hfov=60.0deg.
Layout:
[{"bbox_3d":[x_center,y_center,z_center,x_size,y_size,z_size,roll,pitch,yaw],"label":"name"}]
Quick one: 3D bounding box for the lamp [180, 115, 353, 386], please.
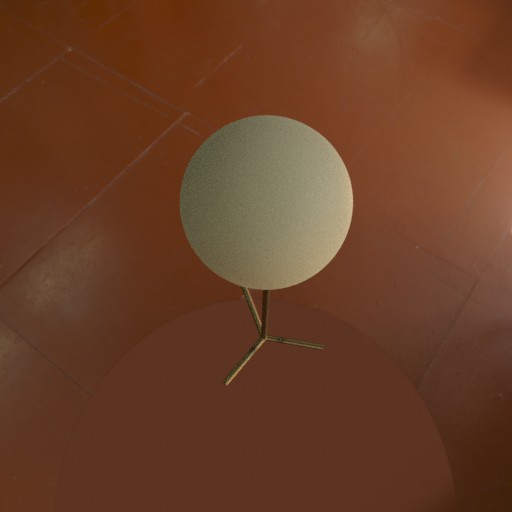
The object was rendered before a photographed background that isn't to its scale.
[{"bbox_3d":[0.000,0.000,0.661,0.210,0.552,0.251,-18,64,-9],"label":"lamp"}]
